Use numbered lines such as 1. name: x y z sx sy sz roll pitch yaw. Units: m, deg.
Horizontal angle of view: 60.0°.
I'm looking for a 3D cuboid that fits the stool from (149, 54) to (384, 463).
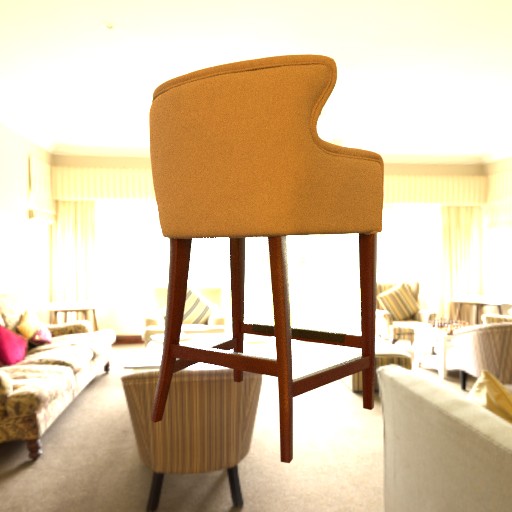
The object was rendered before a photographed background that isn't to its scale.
1. stool: 0.000 0.000 1.309 0.601 0.951 0.570 1 1 34
